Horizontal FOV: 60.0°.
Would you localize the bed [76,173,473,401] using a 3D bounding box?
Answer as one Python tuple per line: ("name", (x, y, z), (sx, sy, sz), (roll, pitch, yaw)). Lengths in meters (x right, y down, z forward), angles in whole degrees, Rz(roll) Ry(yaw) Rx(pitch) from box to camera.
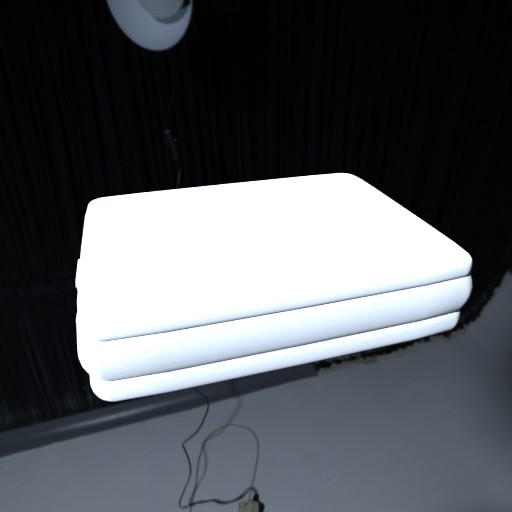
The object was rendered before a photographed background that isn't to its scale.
("bed", (0.000, 0.000, 2.679), (2.036, 0.460, 1.520), (-8, 30, -14))
